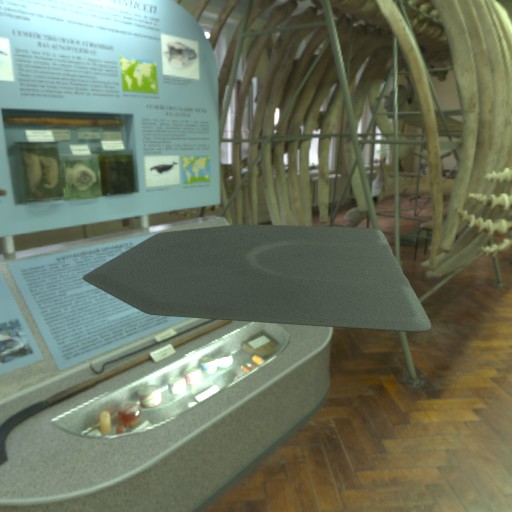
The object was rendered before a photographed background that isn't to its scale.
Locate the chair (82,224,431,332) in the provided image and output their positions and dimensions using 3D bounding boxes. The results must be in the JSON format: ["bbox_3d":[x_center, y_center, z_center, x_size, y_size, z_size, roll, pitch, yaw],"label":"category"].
[{"bbox_3d":[0.000,0.000,1.954,1.219,0.024,1.372,2,16,9],"label":"chair"}]
